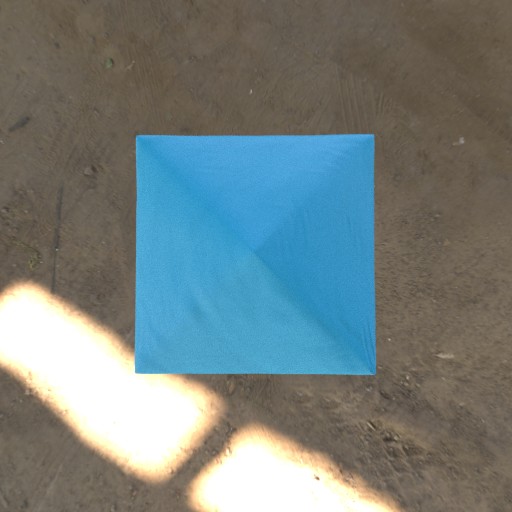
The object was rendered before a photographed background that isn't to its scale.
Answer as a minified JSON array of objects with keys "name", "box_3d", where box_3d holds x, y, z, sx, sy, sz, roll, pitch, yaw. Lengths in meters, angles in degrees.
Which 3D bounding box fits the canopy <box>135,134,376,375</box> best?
[{"name":"canopy","box_3d":[0.000,0.000,6.623,3.599,3.600,3.600,0,89,1]}]
